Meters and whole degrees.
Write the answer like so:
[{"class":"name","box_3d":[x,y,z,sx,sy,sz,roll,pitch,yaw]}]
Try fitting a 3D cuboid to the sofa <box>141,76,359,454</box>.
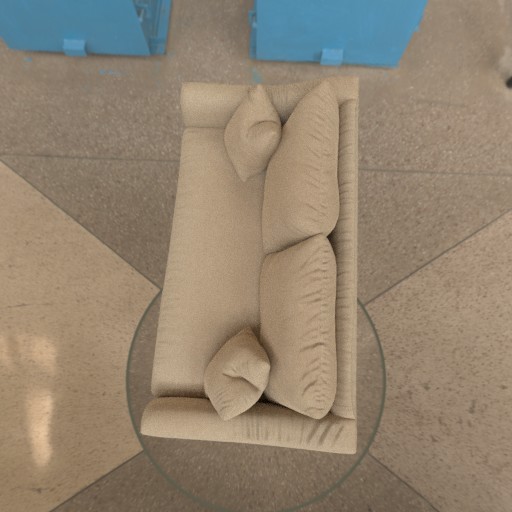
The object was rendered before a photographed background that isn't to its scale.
[{"class":"sofa","box_3d":[0.000,0.000,2.606,1.072,1.018,2.010,4,75,1]}]
